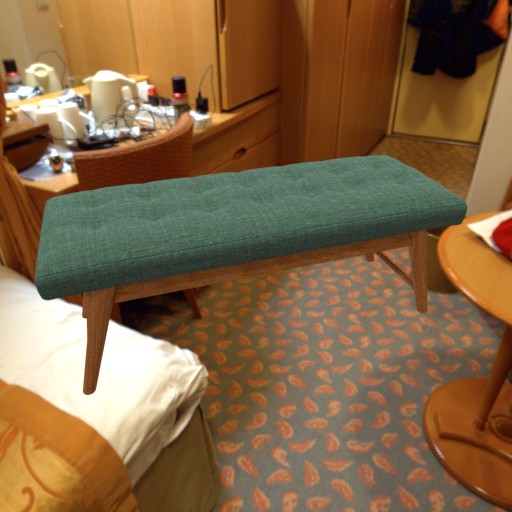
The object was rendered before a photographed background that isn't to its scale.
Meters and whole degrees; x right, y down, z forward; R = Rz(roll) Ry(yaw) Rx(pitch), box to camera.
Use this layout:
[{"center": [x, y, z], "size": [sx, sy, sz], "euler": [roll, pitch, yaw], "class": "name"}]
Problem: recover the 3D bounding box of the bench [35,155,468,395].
[{"center": [0.000, 0.000, 1.327], "size": [1.118, 0.432, 0.406], "euler": [-10, 33, -16], "class": "bench"}]
